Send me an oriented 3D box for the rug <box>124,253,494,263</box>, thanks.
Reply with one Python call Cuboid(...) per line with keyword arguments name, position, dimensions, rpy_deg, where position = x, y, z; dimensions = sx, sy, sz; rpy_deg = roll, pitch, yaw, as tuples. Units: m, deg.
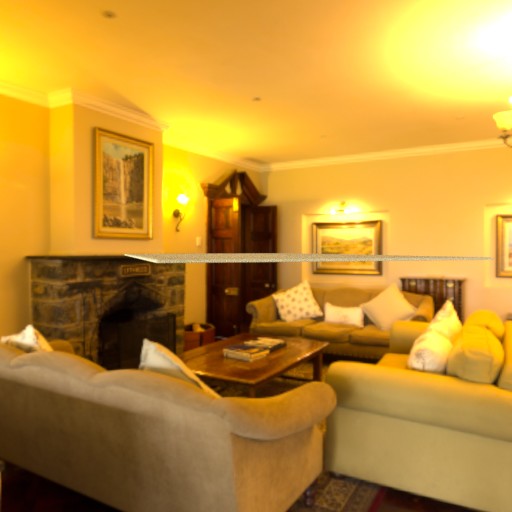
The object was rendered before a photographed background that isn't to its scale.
Cuboid(name="rug", position=(0.000, 0.000, 2.287), dimensions=(1.219, 0.010, 1.829), rpy_deg=(0, 1, -19))
